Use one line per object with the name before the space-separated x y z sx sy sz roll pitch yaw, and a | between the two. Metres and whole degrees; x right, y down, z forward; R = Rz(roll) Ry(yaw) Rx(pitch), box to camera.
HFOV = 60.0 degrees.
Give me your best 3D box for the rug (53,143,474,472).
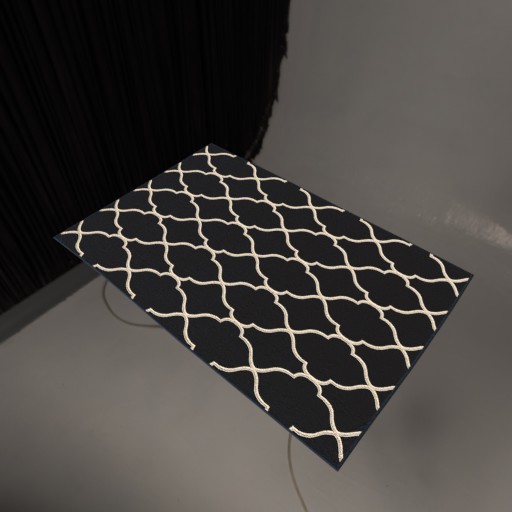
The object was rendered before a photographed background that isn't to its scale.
rug | 0.000 0.000 2.867 2.294 0.014 1.528 32 54 27
